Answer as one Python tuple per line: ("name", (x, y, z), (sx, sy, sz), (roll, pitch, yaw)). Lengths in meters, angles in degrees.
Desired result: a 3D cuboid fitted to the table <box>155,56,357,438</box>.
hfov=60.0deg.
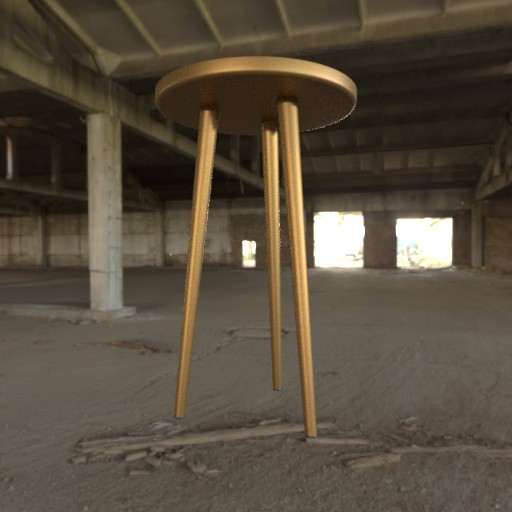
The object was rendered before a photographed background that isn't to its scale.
("table", (0.000, 0.000, 0.678), (0.299, 0.480, 0.299), (0, 1, 17))
